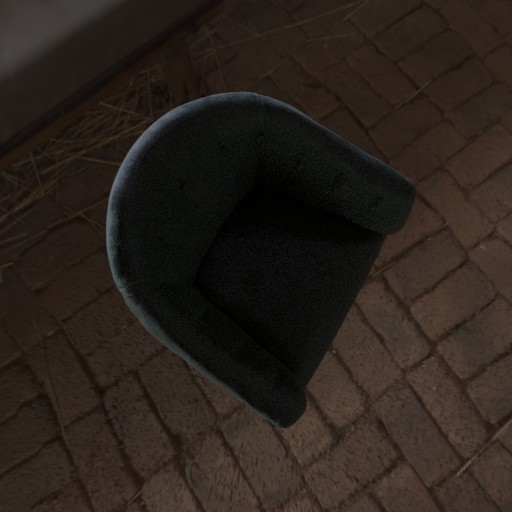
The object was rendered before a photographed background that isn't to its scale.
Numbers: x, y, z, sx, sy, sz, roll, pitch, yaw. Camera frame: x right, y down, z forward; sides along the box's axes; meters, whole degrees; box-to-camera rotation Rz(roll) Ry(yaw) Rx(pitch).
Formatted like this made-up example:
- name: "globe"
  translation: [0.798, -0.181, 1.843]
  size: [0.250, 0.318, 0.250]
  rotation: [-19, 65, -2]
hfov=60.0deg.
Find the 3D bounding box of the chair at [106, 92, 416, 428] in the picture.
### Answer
- name: "chair"
  translation: [0.000, 0.000, 1.516]
  size: [0.776, 0.885, 0.851]
  rotation: [30, 78, 7]
